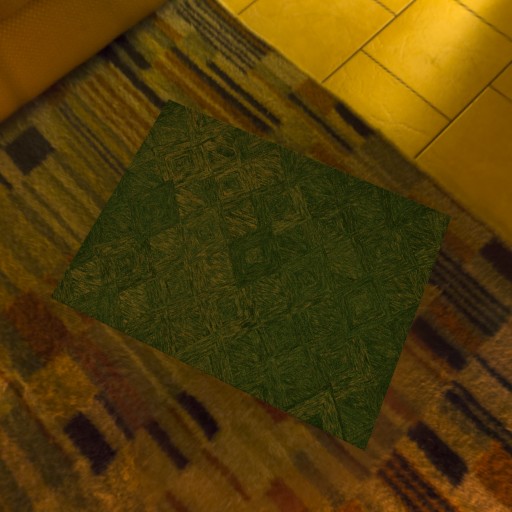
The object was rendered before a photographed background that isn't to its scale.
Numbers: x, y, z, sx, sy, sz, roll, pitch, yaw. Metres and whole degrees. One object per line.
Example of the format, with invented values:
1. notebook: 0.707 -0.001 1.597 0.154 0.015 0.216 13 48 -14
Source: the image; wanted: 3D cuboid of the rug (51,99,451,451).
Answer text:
1. rug: 0.000 0.000 4.346 3.217 0.027 2.405 24 76 7
